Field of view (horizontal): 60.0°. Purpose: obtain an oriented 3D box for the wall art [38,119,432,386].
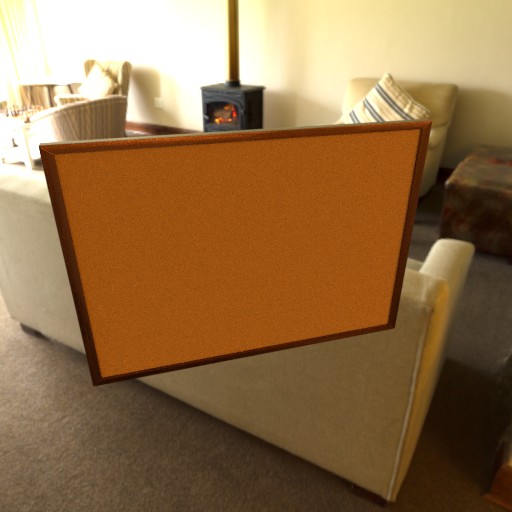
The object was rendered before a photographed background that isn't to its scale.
[{"bbox_3d":[0.000,0.000,0.546,0.431,0.304,0.012,-8,29,-14],"label":"wall art"}]
